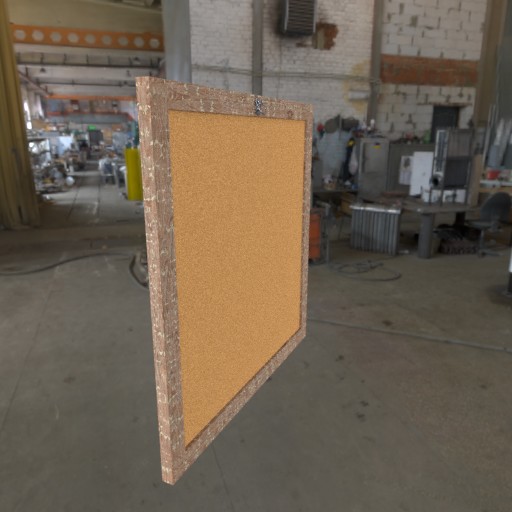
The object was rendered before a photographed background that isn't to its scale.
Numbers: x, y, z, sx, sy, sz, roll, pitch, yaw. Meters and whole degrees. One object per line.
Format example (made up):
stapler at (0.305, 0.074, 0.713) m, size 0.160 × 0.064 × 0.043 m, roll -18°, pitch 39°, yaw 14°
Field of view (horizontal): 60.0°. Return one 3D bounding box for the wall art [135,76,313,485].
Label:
wall art at (0.000, 0.000, 0.556) m, size 0.022 × 0.380 × 0.380 m, roll 7°, pitch 17°, yaw 25°
